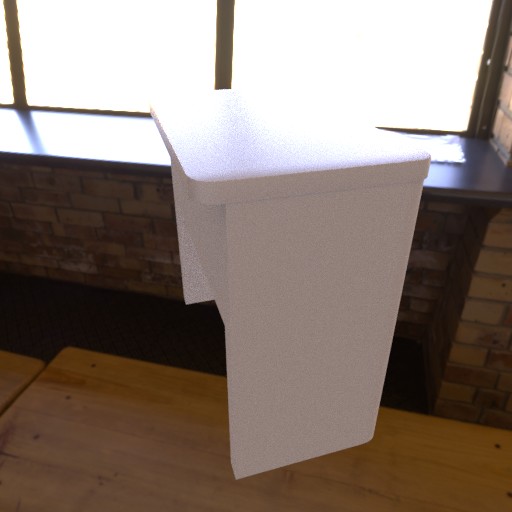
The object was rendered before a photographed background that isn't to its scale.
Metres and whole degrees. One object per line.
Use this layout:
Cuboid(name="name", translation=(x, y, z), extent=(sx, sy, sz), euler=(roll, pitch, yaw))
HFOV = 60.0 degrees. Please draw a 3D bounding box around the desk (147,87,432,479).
Cuboid(name="desk", translation=(0.000, 0.000, 1.244), extent=(0.446, 0.760, 0.790), euler=(-9, 31, -15))
